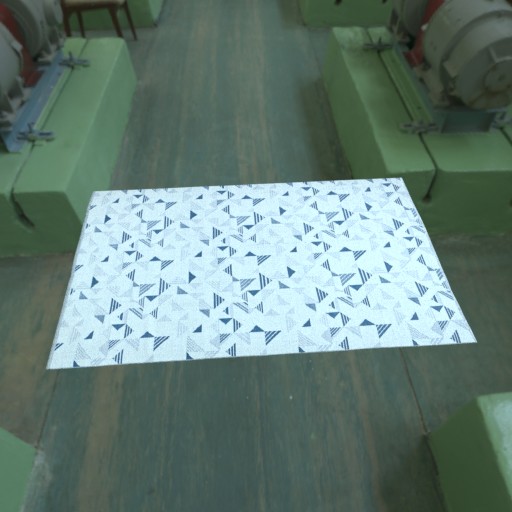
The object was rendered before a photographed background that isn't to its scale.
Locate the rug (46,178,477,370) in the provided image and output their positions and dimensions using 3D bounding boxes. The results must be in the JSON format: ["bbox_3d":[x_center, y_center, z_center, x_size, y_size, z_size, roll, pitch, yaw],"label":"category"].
[{"bbox_3d":[0.000,0.000,2.999,2.457,0.009,1.512,-3,48,-3],"label":"rug"}]
